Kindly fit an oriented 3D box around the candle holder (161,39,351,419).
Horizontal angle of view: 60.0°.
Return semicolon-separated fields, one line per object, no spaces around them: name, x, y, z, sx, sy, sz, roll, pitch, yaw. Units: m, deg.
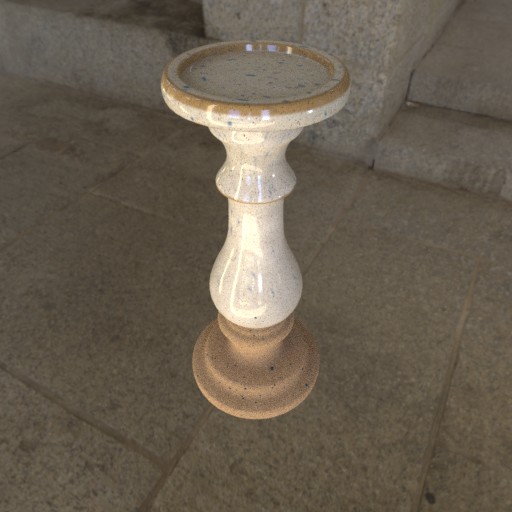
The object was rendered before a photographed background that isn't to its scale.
candle holder;0.000;0.000;0.244;0.088;0.203;0.088;0;42;0
